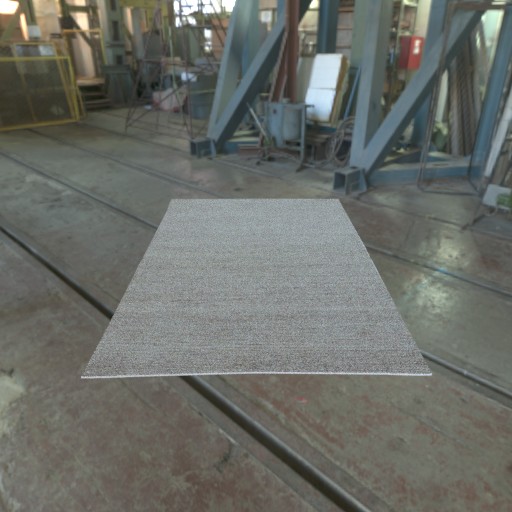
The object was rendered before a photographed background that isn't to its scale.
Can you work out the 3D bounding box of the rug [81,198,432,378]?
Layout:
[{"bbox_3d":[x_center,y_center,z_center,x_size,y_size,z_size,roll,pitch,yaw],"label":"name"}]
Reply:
[{"bbox_3d":[0.000,0.000,2.251,1.154,0.021,1.792,0,26,0],"label":"rug"}]
